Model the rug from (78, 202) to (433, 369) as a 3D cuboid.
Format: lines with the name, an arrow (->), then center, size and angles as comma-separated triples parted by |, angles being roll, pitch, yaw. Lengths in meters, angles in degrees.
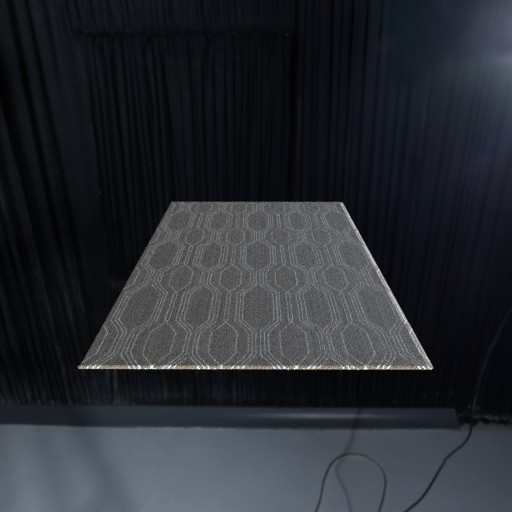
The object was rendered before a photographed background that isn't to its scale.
rug -> 0.000, 0.000, 2.369 | 1.239, 0.012, 1.836 | 0, 25, 0
